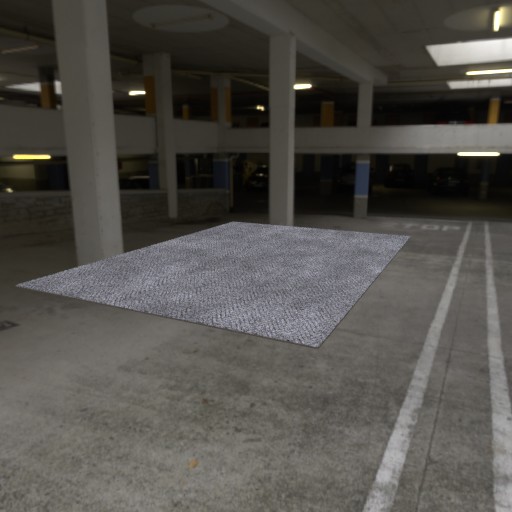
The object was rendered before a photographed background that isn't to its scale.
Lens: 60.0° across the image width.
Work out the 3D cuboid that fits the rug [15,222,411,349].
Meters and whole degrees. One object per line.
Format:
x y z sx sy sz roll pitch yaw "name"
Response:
0.000 0.000 2.855 1.600 0.008 2.235 7 15 26 "rug"
